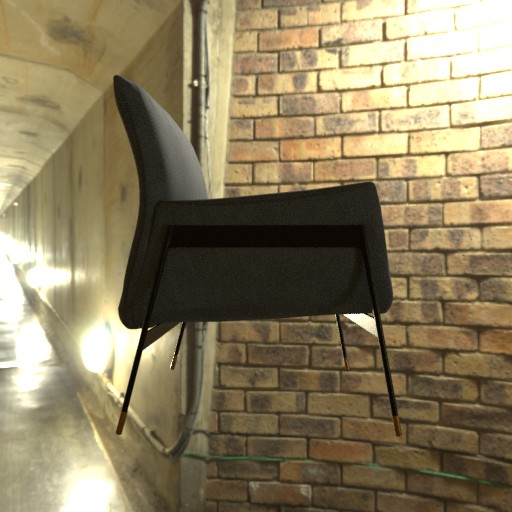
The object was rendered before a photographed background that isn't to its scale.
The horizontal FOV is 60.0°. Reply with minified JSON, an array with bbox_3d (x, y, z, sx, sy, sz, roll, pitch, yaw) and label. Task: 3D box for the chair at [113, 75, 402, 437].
[{"bbox_3d":[0.000,0.000,1.370,0.709,0.858,0.678,0,-1,1],"label":"chair"}]
